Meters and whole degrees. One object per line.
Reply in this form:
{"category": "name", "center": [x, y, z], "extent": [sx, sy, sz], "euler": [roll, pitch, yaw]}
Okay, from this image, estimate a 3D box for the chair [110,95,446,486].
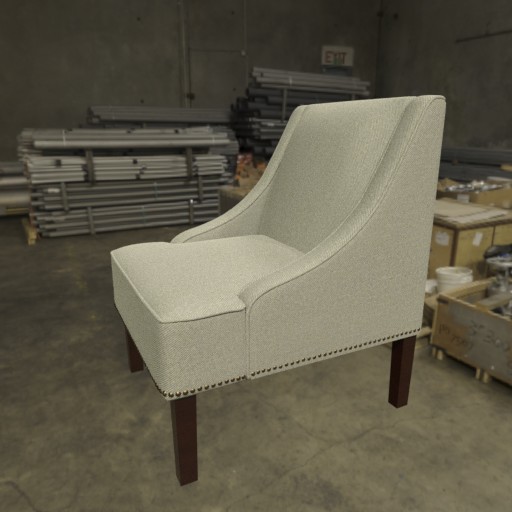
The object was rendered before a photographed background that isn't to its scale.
{"category": "chair", "center": [0.000, 0.000, 1.294], "extent": [0.748, 0.872, 0.628], "euler": [-8, 18, -26]}
